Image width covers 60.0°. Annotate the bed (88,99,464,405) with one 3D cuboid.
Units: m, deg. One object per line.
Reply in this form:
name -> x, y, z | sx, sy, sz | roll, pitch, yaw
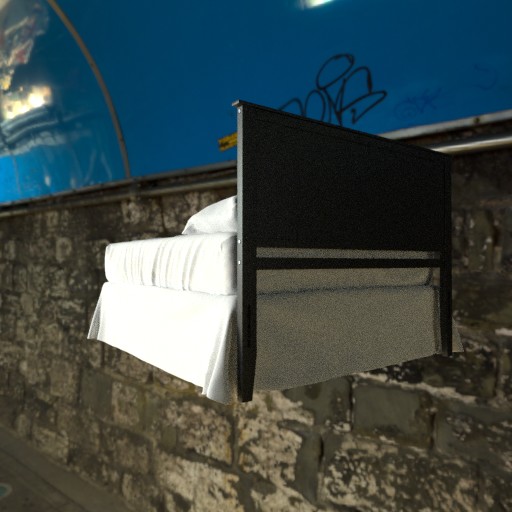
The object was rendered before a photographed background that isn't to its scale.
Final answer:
bed -> 0.000, 0.000, 3.145 | 1.870, 1.270, 2.050 | 1, -1, -36
